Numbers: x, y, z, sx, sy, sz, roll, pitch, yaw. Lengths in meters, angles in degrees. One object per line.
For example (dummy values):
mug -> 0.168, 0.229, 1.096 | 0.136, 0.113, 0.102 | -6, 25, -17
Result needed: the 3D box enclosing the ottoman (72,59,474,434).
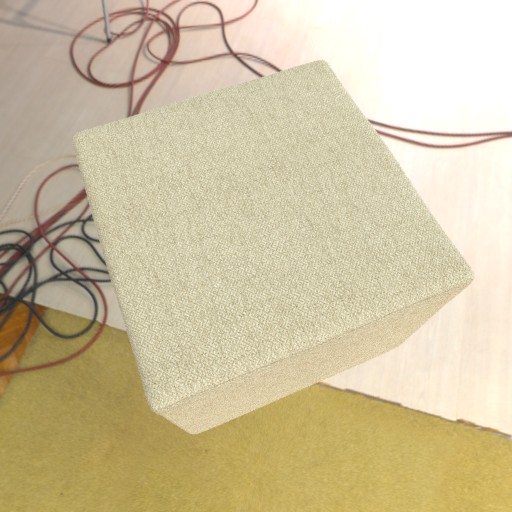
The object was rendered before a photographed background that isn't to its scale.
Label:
ottoman -> 0.000, 0.000, 0.877 | 0.508, 0.432, 0.508 | -20, 65, -10
